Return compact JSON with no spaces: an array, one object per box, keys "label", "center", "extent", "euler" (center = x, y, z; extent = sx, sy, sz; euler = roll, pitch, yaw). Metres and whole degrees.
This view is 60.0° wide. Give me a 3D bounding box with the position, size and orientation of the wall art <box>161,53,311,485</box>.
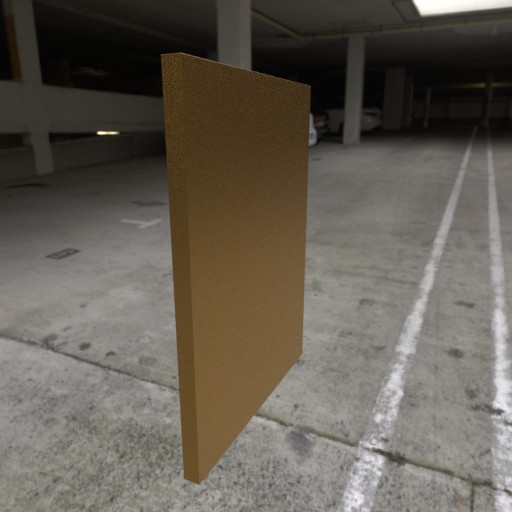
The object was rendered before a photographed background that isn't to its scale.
[{"label":"wall art","center":[0.000,0.000,1.065],"extent":[0.038,0.812,0.610],"euler":[8,18,25]}]
